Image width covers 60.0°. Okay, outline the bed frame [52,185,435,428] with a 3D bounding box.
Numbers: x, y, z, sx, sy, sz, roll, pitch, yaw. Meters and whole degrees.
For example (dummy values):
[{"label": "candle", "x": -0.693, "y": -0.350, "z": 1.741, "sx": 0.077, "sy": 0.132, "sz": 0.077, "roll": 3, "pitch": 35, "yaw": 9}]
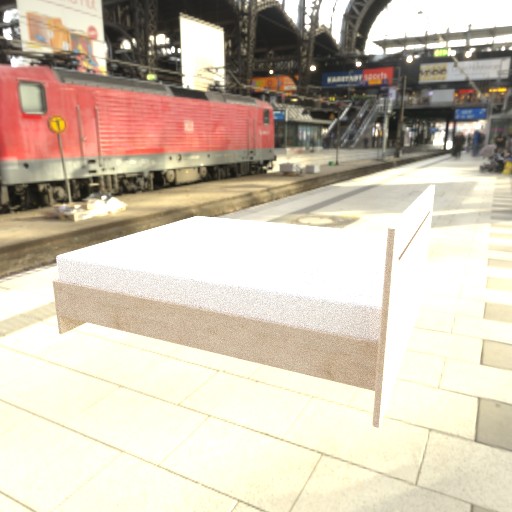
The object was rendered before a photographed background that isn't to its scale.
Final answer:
[{"label": "bed frame", "x": 0.000, "y": 0.000, "z": 3.064, "sx": 2.080, "sy": 0.900, "sz": 1.800, "roll": 7, "pitch": 17, "yaw": 25}]
